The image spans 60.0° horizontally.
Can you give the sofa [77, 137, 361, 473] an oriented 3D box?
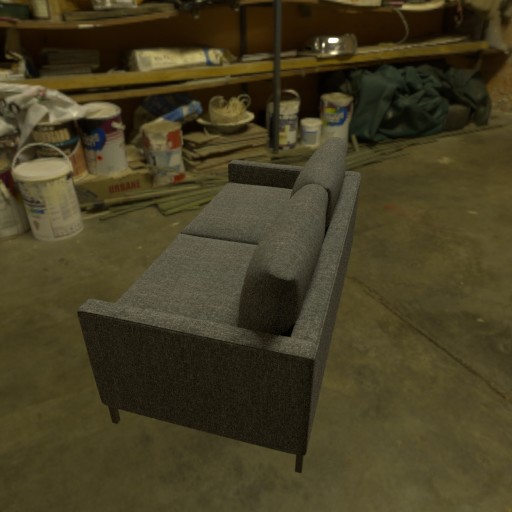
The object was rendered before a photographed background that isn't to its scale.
[{"bbox_3d":[0.000,0.000,2.245,0.866,0.862,1.716,9,32,14],"label":"sofa"}]
